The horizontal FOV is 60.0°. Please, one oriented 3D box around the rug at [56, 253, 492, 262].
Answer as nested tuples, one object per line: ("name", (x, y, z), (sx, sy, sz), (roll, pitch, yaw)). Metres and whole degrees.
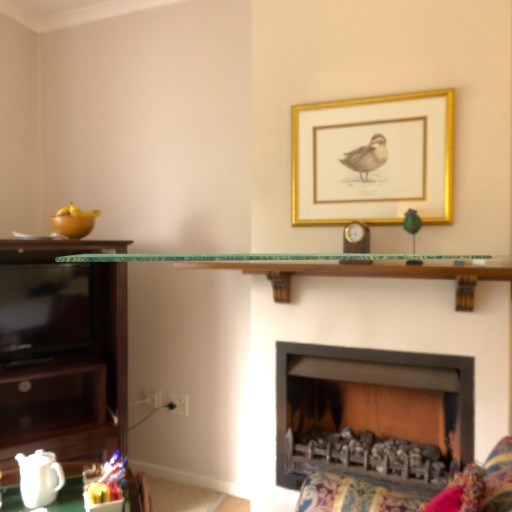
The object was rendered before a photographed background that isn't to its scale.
("rug", (0.000, 0.000, 4.219), (3.217, 0.027, 2.405), (0, 1, -18))
